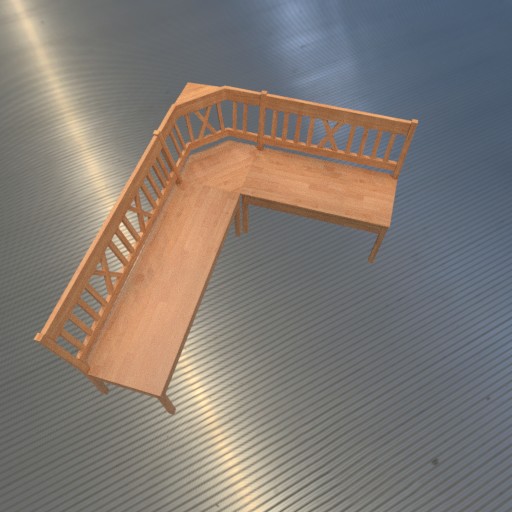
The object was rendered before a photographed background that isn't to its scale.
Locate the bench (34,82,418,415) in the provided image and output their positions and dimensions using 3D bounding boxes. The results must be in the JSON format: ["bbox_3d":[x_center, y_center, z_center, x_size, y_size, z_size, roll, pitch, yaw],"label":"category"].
[{"bbox_3d":[0.000,0.000,2.762,1.537,0.902,1.937,14,60,8],"label":"bench"}]
